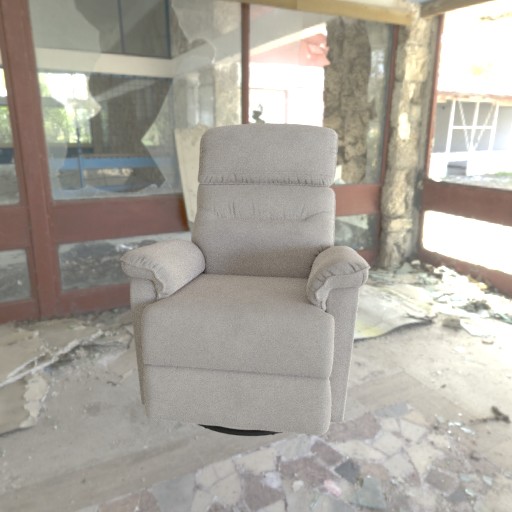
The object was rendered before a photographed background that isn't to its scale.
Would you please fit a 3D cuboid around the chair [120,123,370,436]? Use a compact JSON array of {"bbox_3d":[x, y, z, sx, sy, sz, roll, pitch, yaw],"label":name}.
[{"bbox_3d":[0.000,0.000,1.781,0.820,1.039,1.001,2,16,8],"label":"chair"}]
